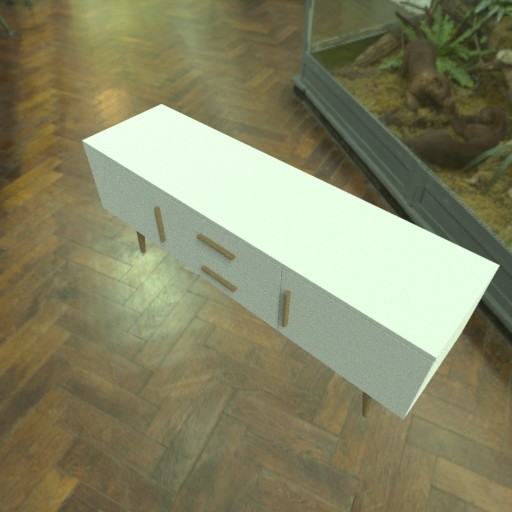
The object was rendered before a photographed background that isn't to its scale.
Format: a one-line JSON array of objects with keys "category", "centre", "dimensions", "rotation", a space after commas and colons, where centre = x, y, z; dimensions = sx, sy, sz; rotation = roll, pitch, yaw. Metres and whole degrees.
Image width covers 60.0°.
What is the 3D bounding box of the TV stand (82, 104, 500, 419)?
[{"category": "TV stand", "centre": [0.000, 0.000, 1.613], "dimensions": [1.398, 0.560, 0.401], "rotation": [32, 53, 28]}]
